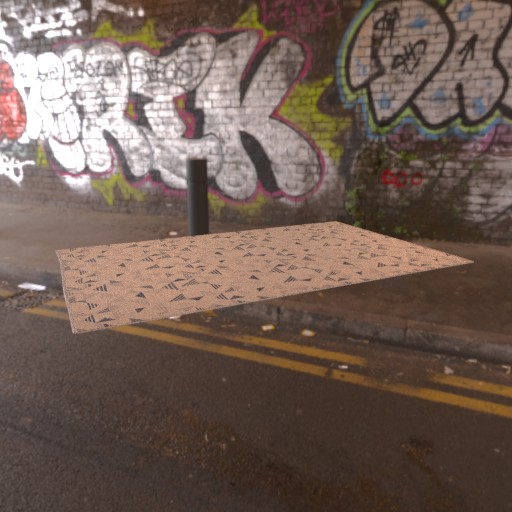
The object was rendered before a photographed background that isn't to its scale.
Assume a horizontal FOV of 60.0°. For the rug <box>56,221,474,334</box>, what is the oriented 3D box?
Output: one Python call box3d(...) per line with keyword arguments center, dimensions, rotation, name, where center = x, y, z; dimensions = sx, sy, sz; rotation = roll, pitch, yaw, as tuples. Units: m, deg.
box3d(center=(0.000, 0.000, 3.033), dimensions=(2.457, 0.009, 1.512), rotation=(-8, 17, -25), name="rug")
